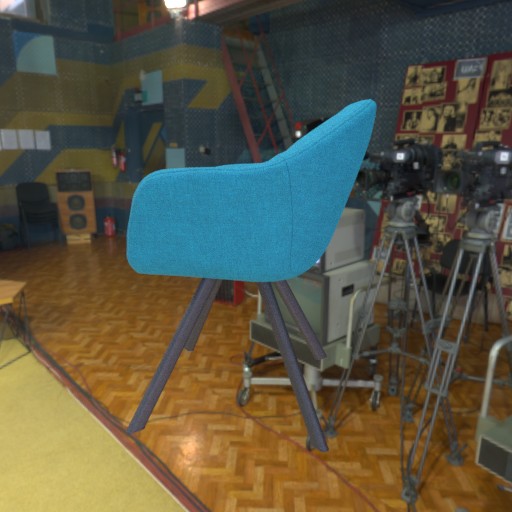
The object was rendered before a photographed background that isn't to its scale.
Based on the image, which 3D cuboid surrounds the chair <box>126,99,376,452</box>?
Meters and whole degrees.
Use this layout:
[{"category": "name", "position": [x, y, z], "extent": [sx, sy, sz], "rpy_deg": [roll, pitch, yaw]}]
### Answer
[{"category": "chair", "position": [0.000, 0.000, 1.164], "extent": [0.565, 0.775, 0.545], "rpy_deg": [2, 14, 8]}]
